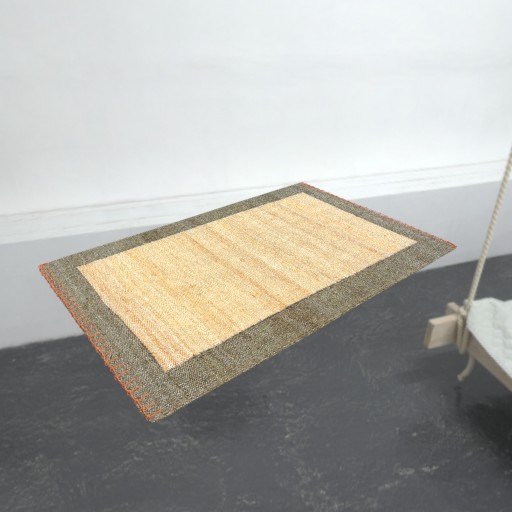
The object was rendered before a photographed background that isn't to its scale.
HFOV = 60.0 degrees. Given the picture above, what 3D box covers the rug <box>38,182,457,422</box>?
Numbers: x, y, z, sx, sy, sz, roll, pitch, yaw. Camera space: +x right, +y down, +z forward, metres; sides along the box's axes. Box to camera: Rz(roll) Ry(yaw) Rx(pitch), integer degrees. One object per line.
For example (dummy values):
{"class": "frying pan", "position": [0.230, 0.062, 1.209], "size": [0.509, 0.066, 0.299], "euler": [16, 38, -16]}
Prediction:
{"class": "rug", "position": [0.000, 0.000, 2.289], "size": [1.838, 0.019, 1.220], "euler": [-22, 37, -33]}
